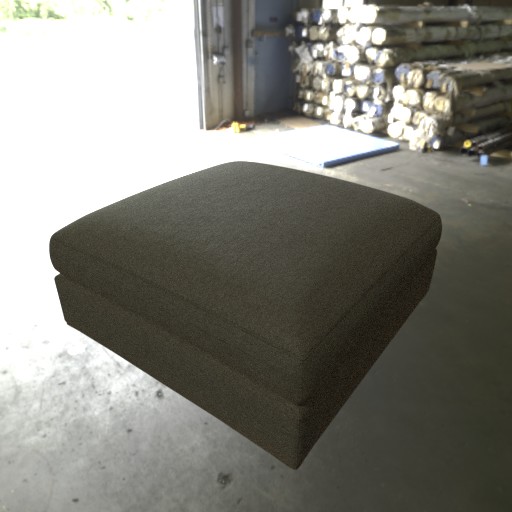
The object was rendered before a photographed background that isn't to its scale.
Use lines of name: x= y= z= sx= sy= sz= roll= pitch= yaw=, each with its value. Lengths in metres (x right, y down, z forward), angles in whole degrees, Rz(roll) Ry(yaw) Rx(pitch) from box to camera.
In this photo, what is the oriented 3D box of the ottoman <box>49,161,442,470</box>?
ottoman: x=0.000 y=0.000 z=1.623 sx=1.041 sy=0.470 sz=1.041 roll=20 pitch=35 yaw=32
